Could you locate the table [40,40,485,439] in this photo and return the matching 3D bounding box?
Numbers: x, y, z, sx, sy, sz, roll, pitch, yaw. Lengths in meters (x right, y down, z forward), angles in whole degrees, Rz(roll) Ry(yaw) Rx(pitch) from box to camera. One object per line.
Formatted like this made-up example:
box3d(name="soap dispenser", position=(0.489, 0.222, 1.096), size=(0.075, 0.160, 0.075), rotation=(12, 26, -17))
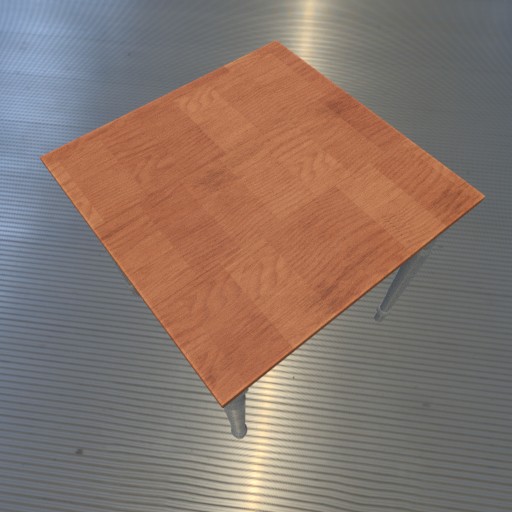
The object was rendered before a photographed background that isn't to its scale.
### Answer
box3d(name="table", position=(0.000, 0.000, 1.360), size=(0.747, 0.738, 0.747), rotation=(-34, 65, -19))
